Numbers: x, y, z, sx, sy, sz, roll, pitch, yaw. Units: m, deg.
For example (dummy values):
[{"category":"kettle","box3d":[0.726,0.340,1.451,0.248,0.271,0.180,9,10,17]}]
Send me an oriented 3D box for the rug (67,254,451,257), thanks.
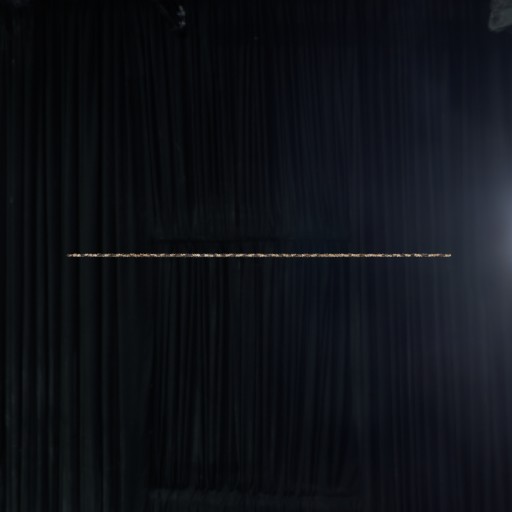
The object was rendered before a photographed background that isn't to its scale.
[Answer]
[{"category":"rug","box3d":[0.000,0.000,2.296,1.219,0.008,1.828,0,0,-1]}]
